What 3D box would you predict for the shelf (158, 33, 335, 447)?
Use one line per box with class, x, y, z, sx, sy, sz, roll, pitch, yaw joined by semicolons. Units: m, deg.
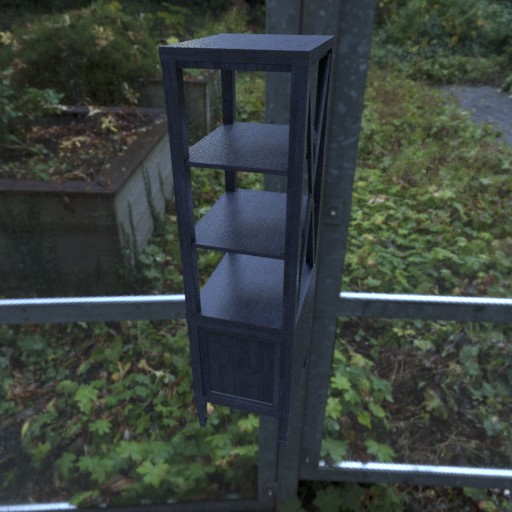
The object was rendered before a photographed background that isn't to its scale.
shelf;0.000;0.000;1.969;0.472;1.727;0.584;8;31;13
